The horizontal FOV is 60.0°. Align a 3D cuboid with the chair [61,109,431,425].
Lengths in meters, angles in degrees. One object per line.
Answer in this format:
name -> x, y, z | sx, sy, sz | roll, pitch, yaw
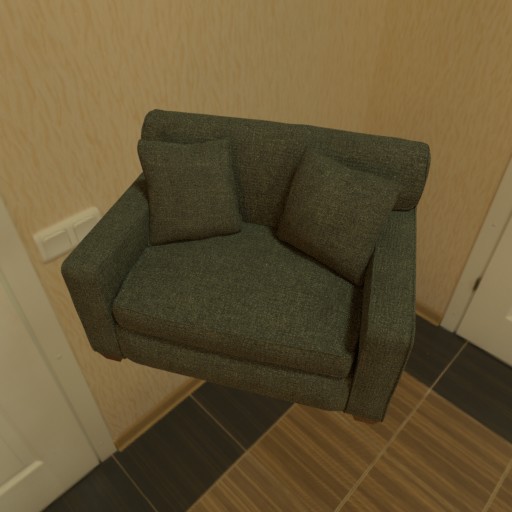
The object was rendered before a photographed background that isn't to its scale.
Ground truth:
chair -> 0.000, 0.000, 2.063 | 1.383, 0.948, 1.000 | 10, 43, 11
